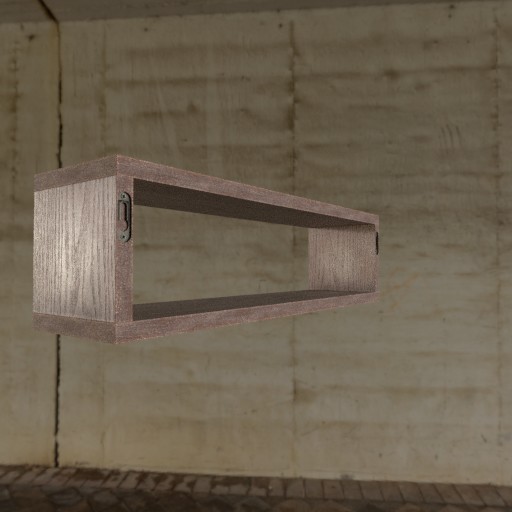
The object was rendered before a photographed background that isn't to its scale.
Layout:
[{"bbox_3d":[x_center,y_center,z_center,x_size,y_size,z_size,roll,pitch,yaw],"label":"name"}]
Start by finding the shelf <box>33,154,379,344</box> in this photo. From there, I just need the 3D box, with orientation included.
[{"bbox_3d":[0.000,0.000,0.684,0.150,0.170,0.610,-1,-2,37],"label":"shelf"}]
